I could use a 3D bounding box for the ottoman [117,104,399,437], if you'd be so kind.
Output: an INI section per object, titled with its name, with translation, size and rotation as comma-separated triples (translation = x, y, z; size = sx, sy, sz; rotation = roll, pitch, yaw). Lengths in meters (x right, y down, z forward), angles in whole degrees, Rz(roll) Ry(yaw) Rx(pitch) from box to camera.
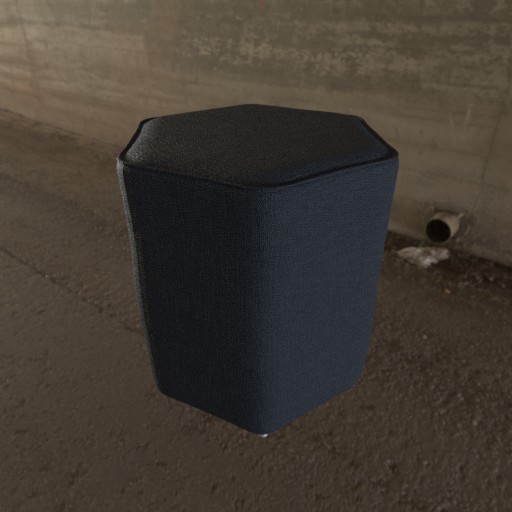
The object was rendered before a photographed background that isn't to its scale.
[ottoman]
translation = 0.000, 0.000, 0.888
size = 0.454, 0.505, 0.492
rotation = 0, 31, 1
